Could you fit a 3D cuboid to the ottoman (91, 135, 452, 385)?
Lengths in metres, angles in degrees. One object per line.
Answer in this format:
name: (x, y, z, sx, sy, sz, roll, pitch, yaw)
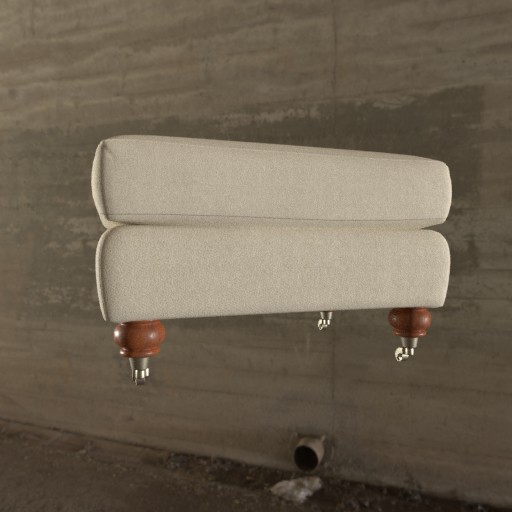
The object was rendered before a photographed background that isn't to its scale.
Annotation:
ottoman: (0.000, 0.000, 1.131, 0.773, 0.499, 0.569, 0, 1, -18)
